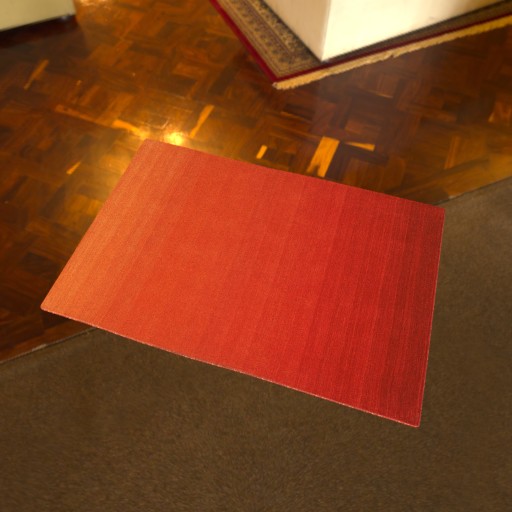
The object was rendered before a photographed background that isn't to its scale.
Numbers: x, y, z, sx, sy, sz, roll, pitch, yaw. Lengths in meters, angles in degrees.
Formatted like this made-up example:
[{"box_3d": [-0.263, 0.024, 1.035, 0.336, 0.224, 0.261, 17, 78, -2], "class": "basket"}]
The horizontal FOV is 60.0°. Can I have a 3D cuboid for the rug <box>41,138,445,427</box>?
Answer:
[{"box_3d": [0.000, 0.000, 2.320, 1.835, 0.018, 1.230, 15, 60, 9], "class": "rug"}]
